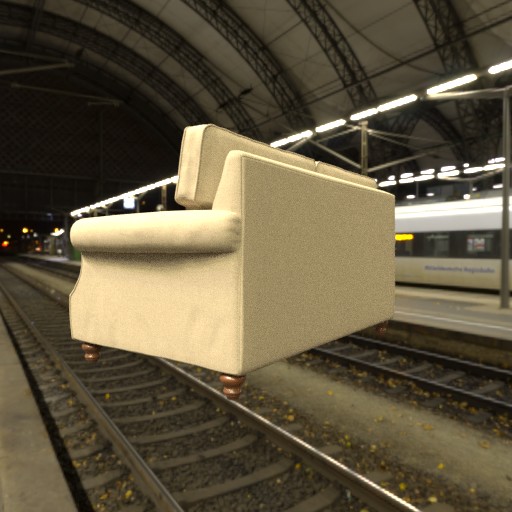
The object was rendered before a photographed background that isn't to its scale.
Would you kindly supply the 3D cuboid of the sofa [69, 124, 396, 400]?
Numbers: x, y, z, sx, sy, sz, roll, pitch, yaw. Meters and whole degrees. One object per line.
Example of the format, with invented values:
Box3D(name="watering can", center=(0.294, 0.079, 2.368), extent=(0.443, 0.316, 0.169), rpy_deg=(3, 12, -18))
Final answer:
Box3D(name="sofa", center=(0.000, 0.000, 2.274), extent=(0.964, 0.937, 1.665), rpy_deg=(1, 1, 36))
